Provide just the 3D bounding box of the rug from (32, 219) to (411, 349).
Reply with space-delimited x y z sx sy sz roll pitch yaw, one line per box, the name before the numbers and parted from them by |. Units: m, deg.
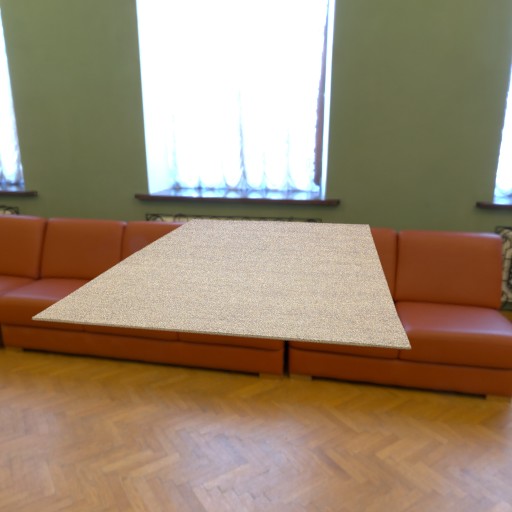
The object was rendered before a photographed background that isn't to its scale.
rug | 0.000 0.000 2.920 1.609 0.030 2.342 3 16 10
